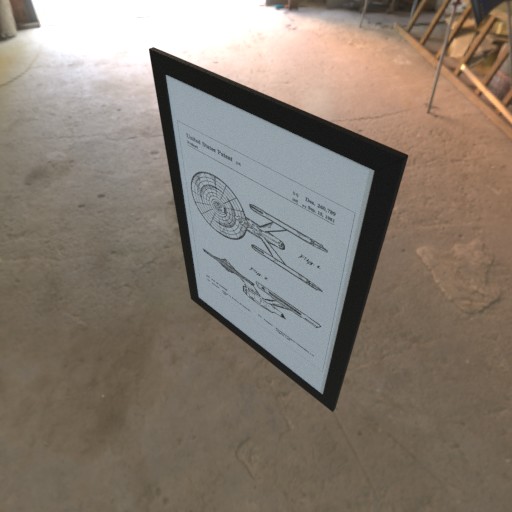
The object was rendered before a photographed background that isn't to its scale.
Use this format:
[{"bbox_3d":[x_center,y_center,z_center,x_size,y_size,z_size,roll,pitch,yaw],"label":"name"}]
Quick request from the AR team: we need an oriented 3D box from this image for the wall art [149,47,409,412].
[{"bbox_3d":[0.000,0.000,0.690,0.379,0.530,0.008,34,55,28],"label":"wall art"}]
